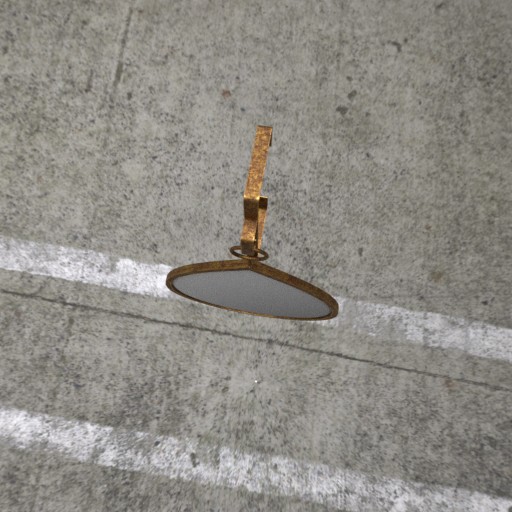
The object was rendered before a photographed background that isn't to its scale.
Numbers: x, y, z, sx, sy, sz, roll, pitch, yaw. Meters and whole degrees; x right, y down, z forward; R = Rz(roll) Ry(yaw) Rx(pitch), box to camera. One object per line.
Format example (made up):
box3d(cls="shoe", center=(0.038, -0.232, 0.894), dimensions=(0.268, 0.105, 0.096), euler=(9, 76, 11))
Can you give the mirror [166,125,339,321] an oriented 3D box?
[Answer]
box3d(cls="mirror", center=(0.000, 0.000, 0.905), dimensions=(0.405, 0.744, 0.144), euler=(9, 74, 3))
